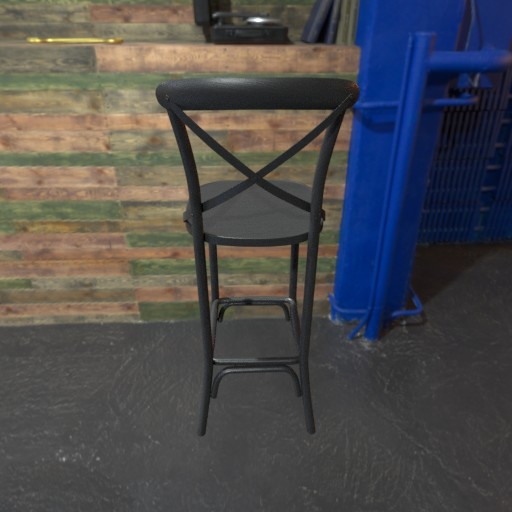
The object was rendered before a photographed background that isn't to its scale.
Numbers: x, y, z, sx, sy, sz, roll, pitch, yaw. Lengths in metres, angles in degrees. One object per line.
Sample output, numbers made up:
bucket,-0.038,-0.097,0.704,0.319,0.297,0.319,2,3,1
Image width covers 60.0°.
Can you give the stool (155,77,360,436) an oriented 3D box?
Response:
stool,0.000,0.000,1.448,0.457,1.168,0.584,-1,30,-1
